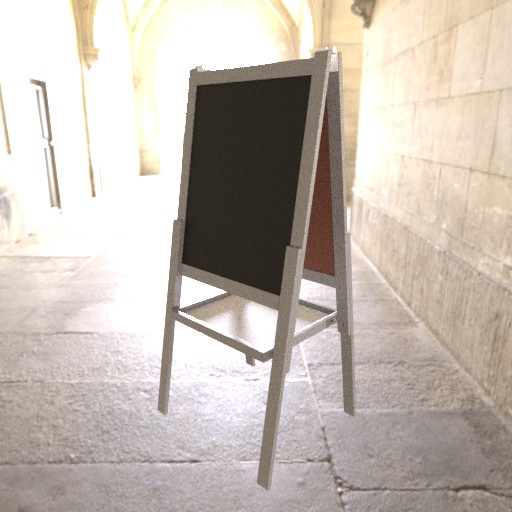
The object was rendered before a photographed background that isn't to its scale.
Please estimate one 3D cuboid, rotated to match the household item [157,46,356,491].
[{"bbox_3d":[0.000,0.000,1.416,0.531,1.172,0.469,15,22,41],"label":"household item"}]
